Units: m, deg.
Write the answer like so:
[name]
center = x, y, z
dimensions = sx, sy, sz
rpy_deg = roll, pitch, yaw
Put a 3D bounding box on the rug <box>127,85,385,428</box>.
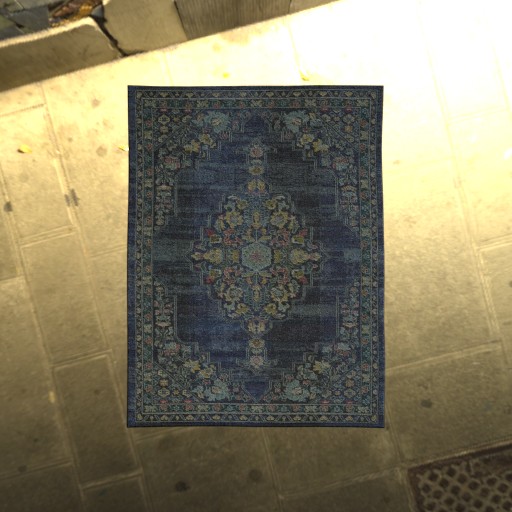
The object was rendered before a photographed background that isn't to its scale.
[rug]
center = 0.000, 0.000, 4.653
dimensions = 2.716, 0.035, 3.612
rpy_deg = 0, 89, 0
